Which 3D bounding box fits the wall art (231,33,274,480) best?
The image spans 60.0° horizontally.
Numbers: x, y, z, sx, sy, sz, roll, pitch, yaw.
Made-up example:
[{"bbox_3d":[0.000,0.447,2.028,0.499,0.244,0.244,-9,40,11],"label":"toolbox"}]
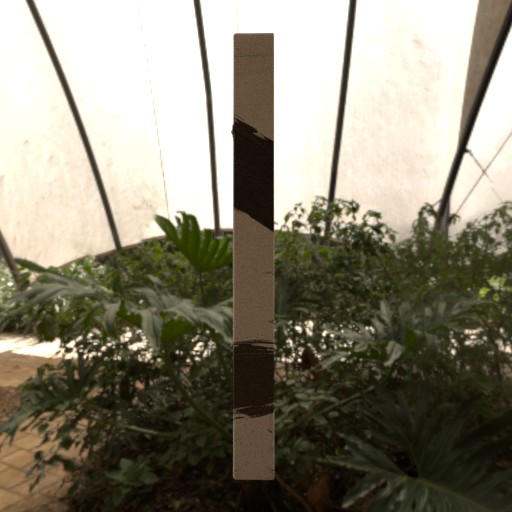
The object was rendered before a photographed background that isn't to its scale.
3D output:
[{"bbox_3d":[0.000,0.000,0.753,0.050,0.508,0.507,0,0,1],"label":"wall art"}]
